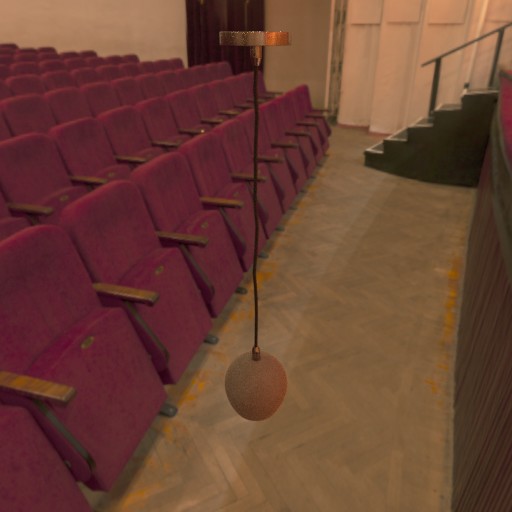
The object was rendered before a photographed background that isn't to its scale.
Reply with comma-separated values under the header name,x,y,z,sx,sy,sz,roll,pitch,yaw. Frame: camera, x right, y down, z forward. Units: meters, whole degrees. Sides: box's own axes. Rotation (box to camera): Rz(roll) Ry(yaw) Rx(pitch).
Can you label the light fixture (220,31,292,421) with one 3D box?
name,x,y,z,sx,sy,sz,roll,pitch,yaw
light fixture,0.000,0.000,0.846,0.139,0.764,0.139,8,28,15
